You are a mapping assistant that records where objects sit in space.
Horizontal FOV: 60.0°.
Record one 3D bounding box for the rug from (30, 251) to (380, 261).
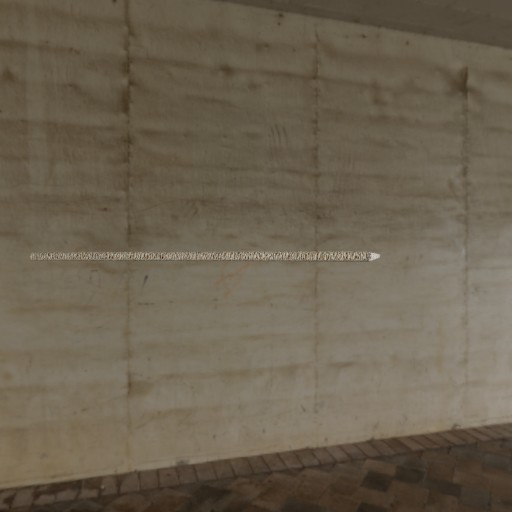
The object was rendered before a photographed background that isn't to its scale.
[{"bbox_3d":[0.000,0.000,2.306,1.219,0.030,1.778,0,0,16],"label":"rug"}]
